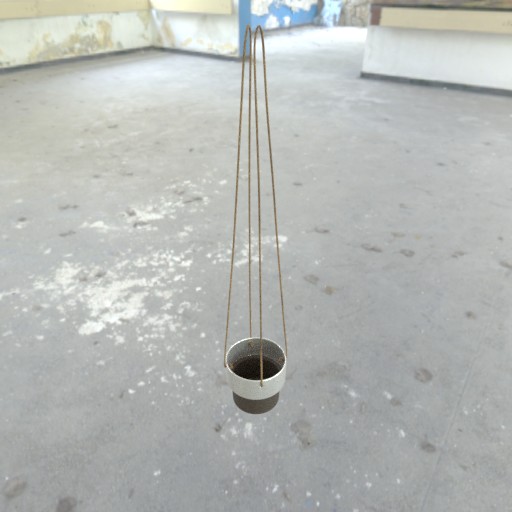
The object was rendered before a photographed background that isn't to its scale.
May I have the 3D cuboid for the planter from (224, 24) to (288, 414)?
[{"bbox_3d":[0.000,0.000,1.156,0.187,1.073,0.187,20,38,29],"label":"planter"}]
